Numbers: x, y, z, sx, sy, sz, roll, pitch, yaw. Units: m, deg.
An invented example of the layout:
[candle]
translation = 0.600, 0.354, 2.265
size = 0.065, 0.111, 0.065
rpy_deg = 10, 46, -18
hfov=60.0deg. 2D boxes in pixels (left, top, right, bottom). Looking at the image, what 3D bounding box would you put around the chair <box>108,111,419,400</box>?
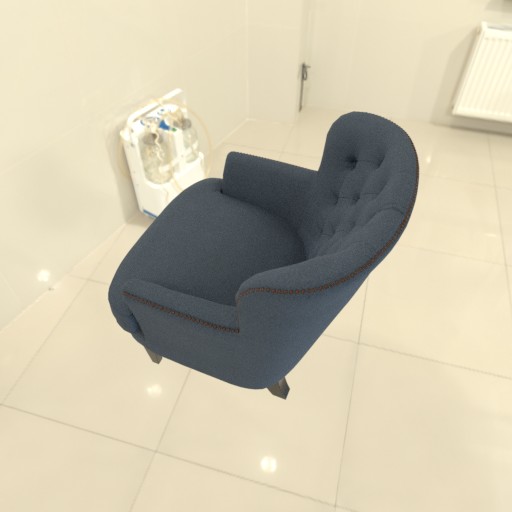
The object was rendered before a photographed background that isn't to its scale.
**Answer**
[chair]
translation = 0.000, 0.000, 1.574
size = 0.906, 0.868, 0.848
rpy_deg = 17, 50, 15
